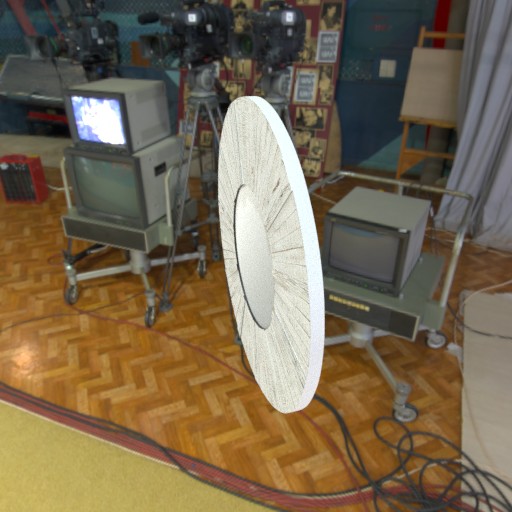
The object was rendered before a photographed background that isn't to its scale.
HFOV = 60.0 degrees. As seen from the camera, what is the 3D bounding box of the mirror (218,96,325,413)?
[{"bbox_3d":[0.000,0.000,1.346,0.038,0.914,0.914,-8,31,-14],"label":"mirror"}]
